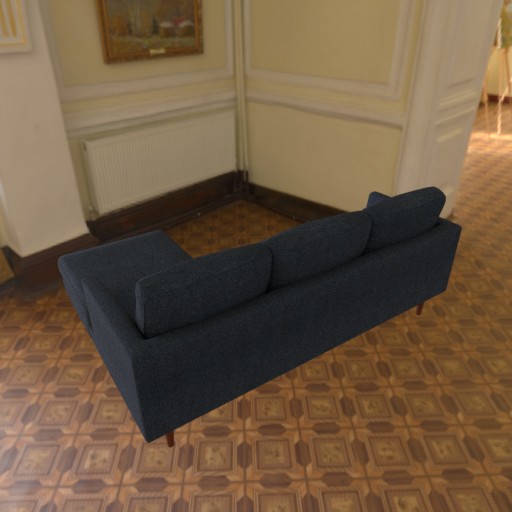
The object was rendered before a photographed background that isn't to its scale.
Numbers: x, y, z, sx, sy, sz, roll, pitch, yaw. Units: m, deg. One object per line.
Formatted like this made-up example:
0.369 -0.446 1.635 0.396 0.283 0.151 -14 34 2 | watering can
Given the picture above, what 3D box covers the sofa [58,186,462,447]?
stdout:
0.000 0.000 2.966 2.233 0.956 1.504 -19 35 -29 | sofa
